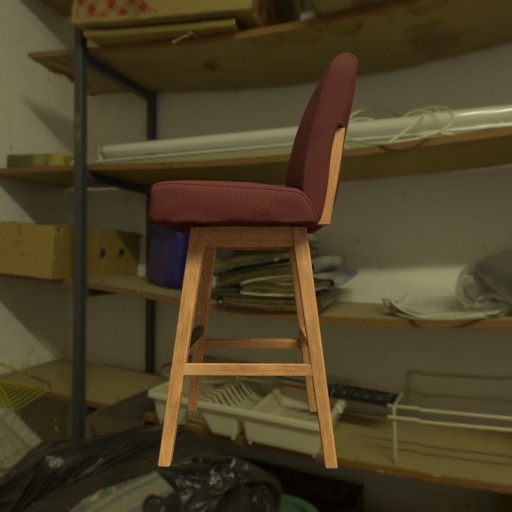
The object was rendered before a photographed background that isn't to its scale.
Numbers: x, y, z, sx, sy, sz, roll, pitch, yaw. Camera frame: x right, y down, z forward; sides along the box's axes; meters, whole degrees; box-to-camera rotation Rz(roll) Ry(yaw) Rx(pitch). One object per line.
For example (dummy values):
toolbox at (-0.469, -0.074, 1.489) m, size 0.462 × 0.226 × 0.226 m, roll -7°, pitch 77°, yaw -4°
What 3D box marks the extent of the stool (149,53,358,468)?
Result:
stool at (0.000, 0.000, 1.371) m, size 0.562 × 1.093 × 0.468 m, roll 0°, pitch -1°, yaw 1°
